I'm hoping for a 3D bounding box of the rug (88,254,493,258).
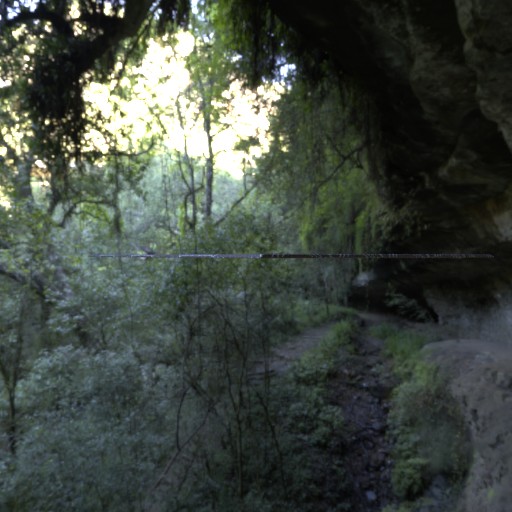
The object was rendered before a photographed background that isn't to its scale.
[{"bbox_3d":[0.000,0.000,2.319,1.239,0.012,1.836,0,0,-35],"label":"rug"}]
